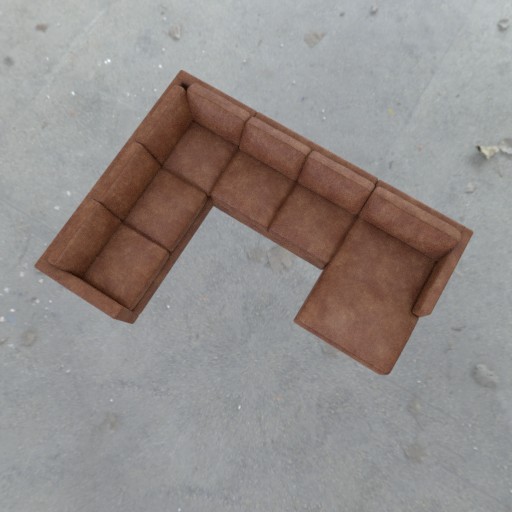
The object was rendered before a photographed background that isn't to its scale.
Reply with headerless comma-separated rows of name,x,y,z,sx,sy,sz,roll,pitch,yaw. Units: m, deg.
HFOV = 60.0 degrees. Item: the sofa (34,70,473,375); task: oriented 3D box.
sofa,0.000,0.000,4.410,3.324,0.888,2.452,31,79,7
